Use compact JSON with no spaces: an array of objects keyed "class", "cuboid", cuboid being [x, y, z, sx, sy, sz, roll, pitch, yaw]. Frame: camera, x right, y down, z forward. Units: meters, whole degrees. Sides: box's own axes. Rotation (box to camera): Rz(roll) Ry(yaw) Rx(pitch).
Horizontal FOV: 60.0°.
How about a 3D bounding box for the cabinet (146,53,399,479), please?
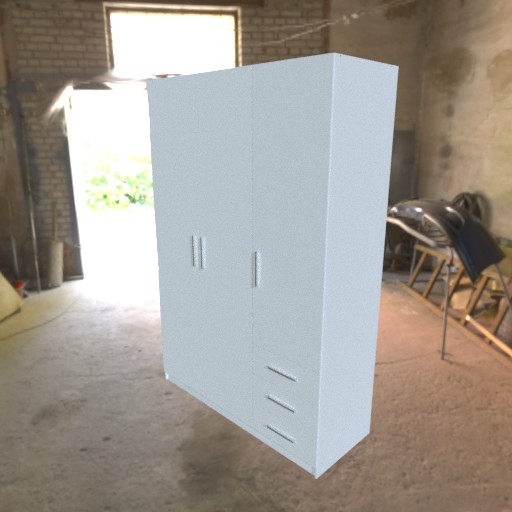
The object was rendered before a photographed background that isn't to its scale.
[{"class":"cabinet","cuboid":[0.000,0.000,2.499,1.290,1.910,0.510,15,21,43]}]
